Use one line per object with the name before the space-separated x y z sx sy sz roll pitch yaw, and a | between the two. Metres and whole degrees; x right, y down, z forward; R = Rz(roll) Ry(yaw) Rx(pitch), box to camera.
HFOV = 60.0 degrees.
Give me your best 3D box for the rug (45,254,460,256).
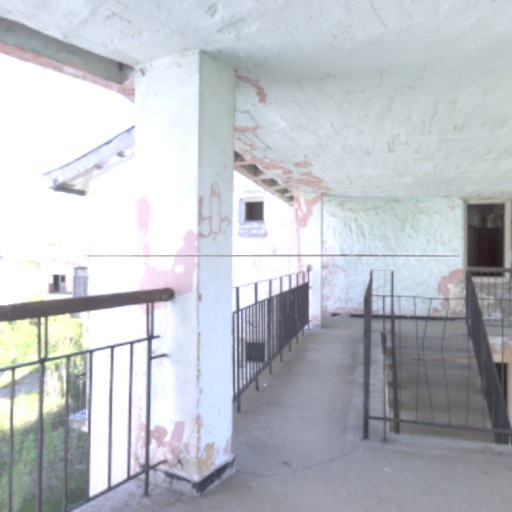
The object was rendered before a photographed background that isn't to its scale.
rug | 0.000 0.000 4.135 3.043 0.013 2.444 0 0 37
